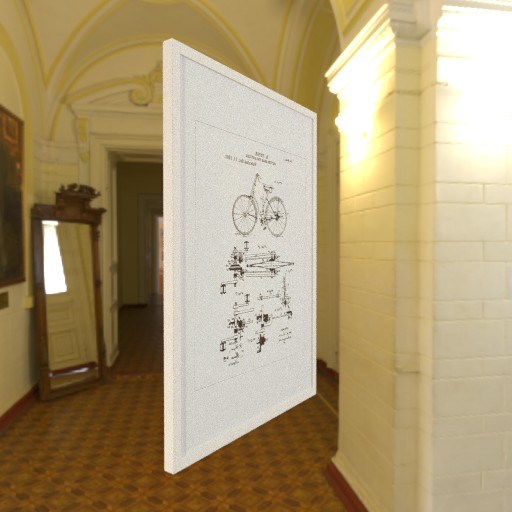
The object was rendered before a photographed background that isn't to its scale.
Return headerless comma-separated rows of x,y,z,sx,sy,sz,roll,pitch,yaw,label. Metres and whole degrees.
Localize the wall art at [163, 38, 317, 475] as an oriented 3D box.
0.000,0.000,0.623,0.015,0.477,0.332,1,1,36,wall art
